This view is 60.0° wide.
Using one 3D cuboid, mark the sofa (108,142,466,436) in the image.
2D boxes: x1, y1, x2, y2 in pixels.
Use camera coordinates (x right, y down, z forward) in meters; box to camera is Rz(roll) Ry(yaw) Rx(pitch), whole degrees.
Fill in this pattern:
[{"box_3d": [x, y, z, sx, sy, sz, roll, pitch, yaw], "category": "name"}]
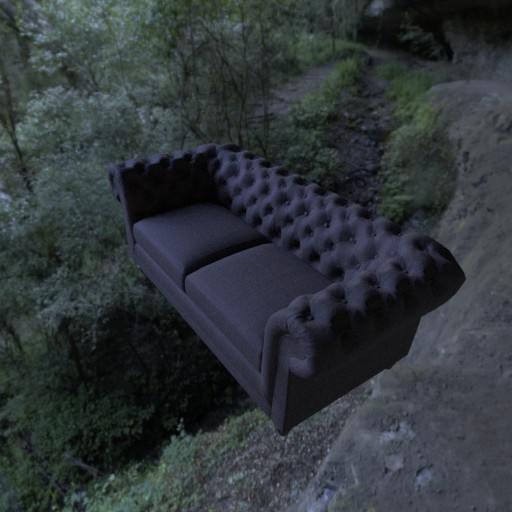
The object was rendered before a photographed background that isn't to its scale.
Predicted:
[{"box_3d": [0.000, 0.000, 2.530, 0.944, 0.780, 2.048, -21, 38, -29], "category": "sofa"}]
